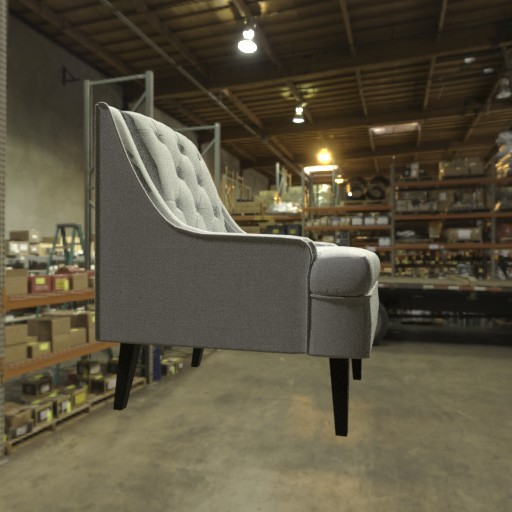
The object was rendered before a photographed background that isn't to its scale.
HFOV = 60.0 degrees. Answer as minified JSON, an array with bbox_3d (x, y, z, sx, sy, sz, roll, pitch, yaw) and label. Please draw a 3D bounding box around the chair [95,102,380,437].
[{"bbox_3d":[0.000,0.000,1.444,0.772,0.891,0.658,0,0,17],"label":"chair"}]
